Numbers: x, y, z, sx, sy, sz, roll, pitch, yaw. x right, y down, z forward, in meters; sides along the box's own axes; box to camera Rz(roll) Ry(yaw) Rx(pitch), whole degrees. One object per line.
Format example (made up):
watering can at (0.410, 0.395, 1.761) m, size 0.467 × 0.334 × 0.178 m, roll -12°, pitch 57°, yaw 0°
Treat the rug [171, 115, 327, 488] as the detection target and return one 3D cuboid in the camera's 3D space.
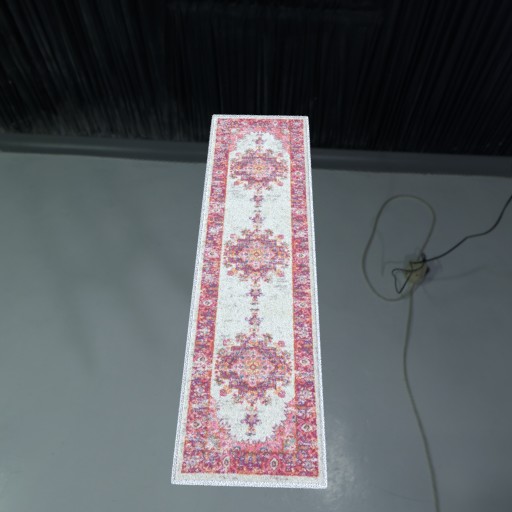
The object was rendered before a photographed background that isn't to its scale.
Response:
rug at (0.000, 0.000, 2.478) m, size 0.666 × 0.011 × 2.294 m, roll 1°, pitch 58°, yaw 1°
